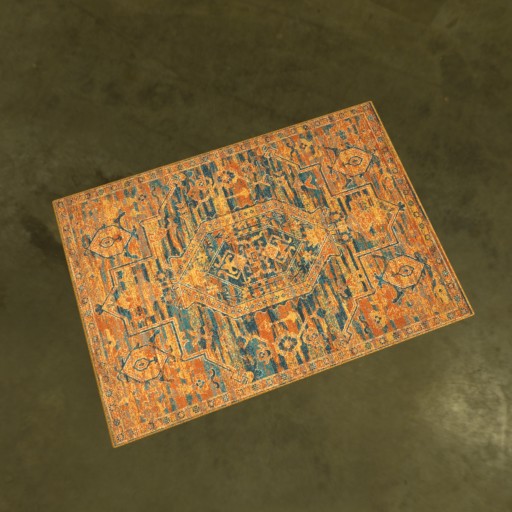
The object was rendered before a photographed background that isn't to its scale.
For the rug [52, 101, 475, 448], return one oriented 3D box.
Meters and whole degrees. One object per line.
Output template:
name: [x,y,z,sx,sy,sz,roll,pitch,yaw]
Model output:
rug: [0.000,0.000,3.595,2.916,0.019,2.043,-19,75,-5]
